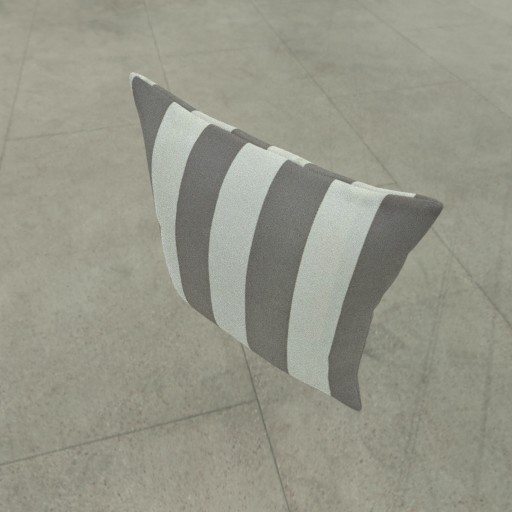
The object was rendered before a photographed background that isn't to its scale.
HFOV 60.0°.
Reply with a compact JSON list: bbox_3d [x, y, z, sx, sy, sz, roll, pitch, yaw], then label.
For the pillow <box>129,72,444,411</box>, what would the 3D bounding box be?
[{"bbox_3d":[0.000,0.000,0.769,0.522,0.507,0.192,31,54,26],"label":"pillow"}]
